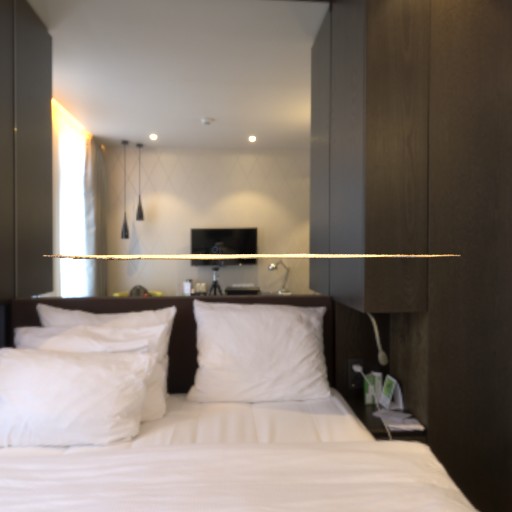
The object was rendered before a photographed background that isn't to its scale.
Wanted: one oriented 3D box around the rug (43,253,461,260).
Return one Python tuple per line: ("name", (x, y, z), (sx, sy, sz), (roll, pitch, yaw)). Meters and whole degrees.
("rug", (0.000, 0.000, 2.333), (1.861, 0.017, 1.218), (0, 1, -35))
